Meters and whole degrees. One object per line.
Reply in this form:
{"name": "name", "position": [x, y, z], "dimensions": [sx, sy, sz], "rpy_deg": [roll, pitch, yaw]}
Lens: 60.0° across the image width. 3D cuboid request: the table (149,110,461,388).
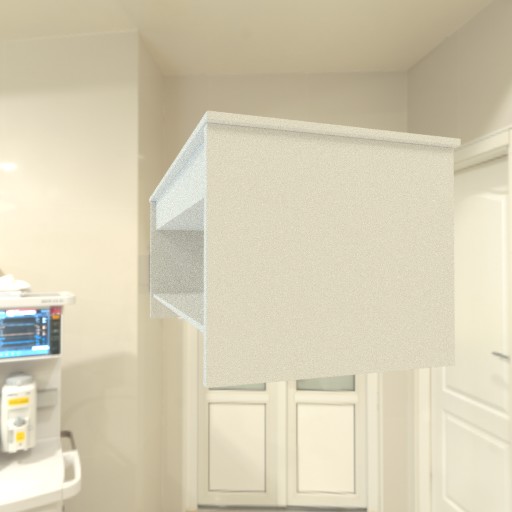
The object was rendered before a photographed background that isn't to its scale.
{"name": "table", "position": [0.000, 0.000, 1.248], "dimensions": [0.500, 0.441, 1.000], "rpy_deg": [0, -1, -19]}
